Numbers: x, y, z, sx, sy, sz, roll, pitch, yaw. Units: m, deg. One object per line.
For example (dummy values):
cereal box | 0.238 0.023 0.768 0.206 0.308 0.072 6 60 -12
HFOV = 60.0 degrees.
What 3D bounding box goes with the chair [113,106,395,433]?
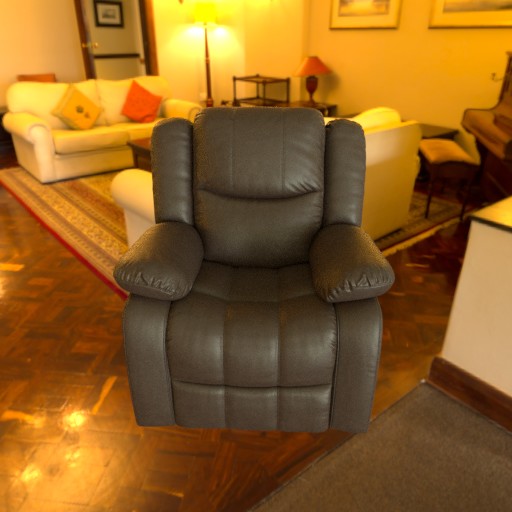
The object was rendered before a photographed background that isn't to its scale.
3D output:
chair | 0.000 0.000 1.698 0.899 1.009 0.934 1 27 2
